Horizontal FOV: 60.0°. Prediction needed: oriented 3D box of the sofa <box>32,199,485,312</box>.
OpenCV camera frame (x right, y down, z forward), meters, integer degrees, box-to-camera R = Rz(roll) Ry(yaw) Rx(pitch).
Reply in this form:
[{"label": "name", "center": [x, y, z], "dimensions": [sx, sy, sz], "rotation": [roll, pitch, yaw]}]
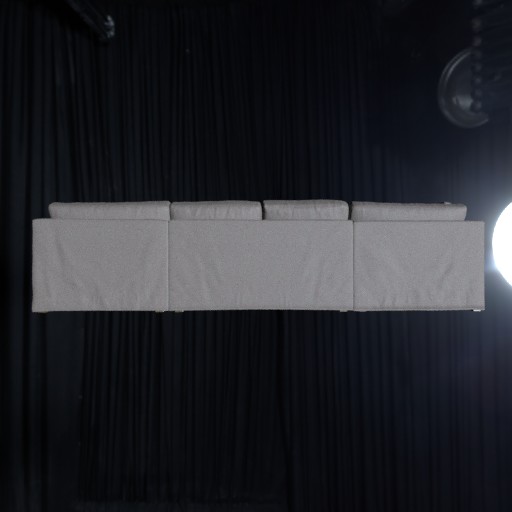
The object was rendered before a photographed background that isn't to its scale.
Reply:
[{"label": "sofa", "center": [0.000, 0.000, 4.546], "dimensions": [3.460, 0.882, 2.427], "rotation": [0, -1, -1]}]
